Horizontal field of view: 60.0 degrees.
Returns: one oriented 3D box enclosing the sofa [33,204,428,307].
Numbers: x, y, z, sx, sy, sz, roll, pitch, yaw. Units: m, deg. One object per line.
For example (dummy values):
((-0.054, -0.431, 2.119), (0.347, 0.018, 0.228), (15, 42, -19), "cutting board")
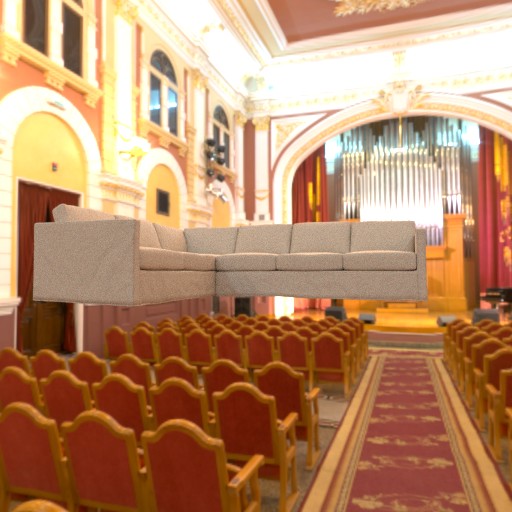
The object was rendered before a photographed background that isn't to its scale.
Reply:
((0.000, 0.000, 4.385), (3.182, 0.871, 2.432), (-1, -3, 19), "sofa")
